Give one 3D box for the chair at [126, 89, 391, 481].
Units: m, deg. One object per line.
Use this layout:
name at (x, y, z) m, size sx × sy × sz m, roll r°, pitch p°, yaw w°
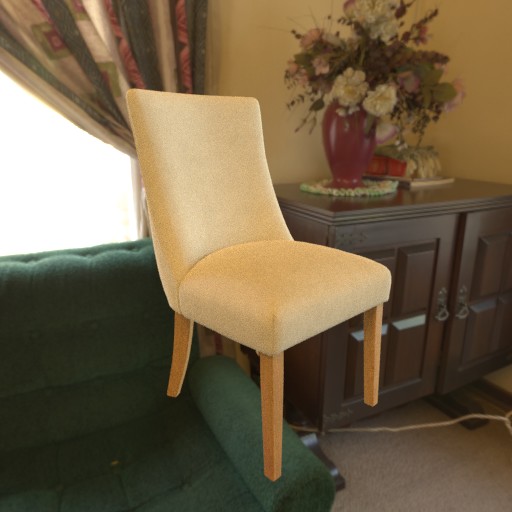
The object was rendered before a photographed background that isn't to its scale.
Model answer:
chair at (0.000, 0.000, 1.263) m, size 0.495 × 0.902 × 0.610 m, roll -14°, pitch 21°, yaw -42°
